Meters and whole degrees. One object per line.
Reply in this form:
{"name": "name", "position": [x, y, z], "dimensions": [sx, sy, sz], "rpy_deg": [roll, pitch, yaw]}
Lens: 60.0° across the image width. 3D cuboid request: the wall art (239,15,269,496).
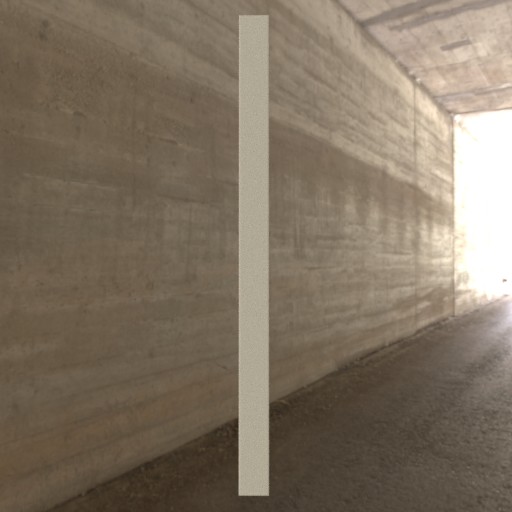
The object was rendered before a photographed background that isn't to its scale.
{"name": "wall art", "position": [0.000, 0.000, 0.770], "dimensions": [0.038, 0.608, 0.418], "rpy_deg": [0, -1, 1]}
